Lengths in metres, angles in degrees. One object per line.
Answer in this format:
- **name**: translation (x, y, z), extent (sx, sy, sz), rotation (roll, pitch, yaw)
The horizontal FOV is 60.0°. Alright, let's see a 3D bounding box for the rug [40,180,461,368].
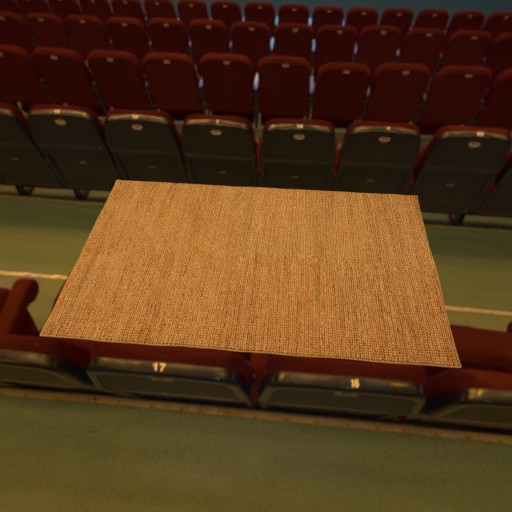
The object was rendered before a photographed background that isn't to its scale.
- **rug**: translation (0.000, 0.000, 3.065), extent (2.438, 0.034, 1.521), rotation (4, 47, 3)
